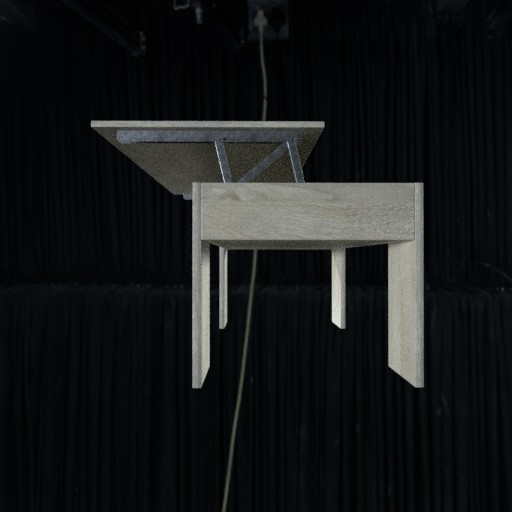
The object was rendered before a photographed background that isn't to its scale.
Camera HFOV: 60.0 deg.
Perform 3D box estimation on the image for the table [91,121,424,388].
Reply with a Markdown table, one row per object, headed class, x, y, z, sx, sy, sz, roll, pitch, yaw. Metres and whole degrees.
| class | x | y | z | sx | sy | sz | roll | pitch | yaw |
| --- | --- | --- | --- | --- | --- | --- | --- | --- | --- |
| table | 0.000 | 0.000 | 1.443 | 0.711 | 0.570 | 1.000 | 0 | 0 | -1 |
